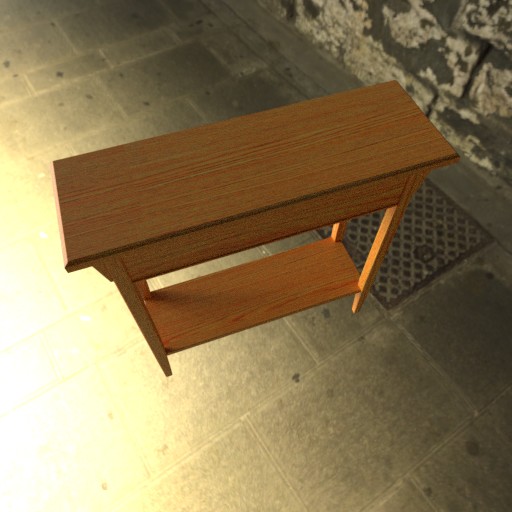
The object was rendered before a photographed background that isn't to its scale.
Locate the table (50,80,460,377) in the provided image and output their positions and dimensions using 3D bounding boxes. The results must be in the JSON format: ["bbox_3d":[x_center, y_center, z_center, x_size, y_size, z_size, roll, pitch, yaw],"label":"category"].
[{"bbox_3d":[0.000,0.000,1.158,0.762,0.711,0.254,-17,59,-10],"label":"table"}]
